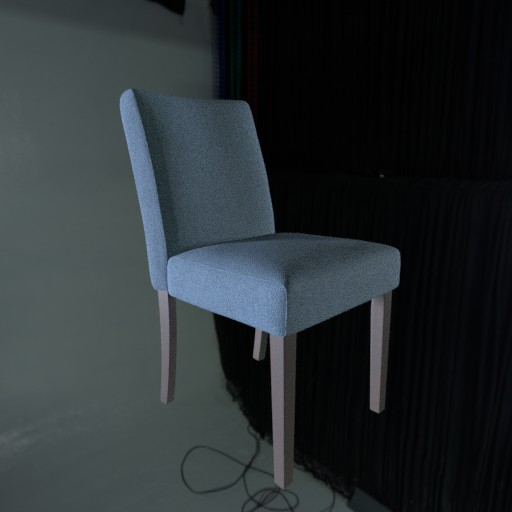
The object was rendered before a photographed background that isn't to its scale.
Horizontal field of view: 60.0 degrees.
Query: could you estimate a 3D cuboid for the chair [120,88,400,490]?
[{"bbox_3d":[0.000,0.000,1.223,0.629,0.882,0.487,13,19,43],"label":"chair"}]
